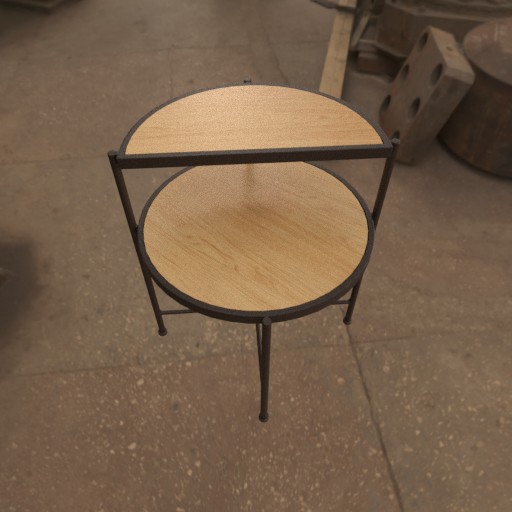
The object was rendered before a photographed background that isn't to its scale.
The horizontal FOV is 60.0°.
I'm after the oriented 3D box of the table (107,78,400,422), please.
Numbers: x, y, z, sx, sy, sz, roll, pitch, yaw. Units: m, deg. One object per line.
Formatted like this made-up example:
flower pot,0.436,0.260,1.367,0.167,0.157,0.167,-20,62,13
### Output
table,0.000,0.000,1.186,0.629,0.684,0.628,-3,48,-3
